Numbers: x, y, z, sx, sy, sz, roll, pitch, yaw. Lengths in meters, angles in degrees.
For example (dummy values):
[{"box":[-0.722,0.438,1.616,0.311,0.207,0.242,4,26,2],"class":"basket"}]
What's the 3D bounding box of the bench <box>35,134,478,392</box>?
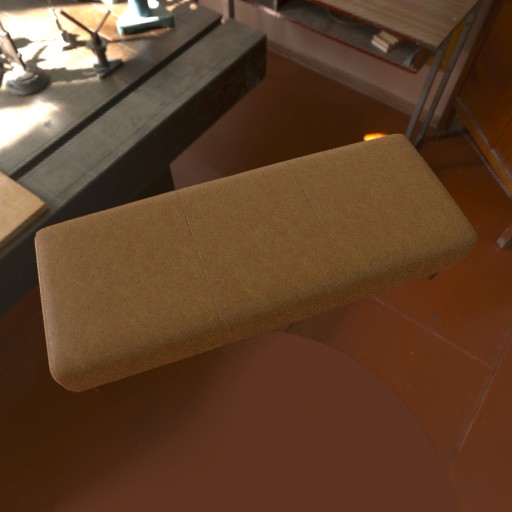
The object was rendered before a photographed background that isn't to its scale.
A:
[{"box":[0.000,0.000,1.831,1.610,0.399,0.653,-17,60,-10],"class":"bench"}]
